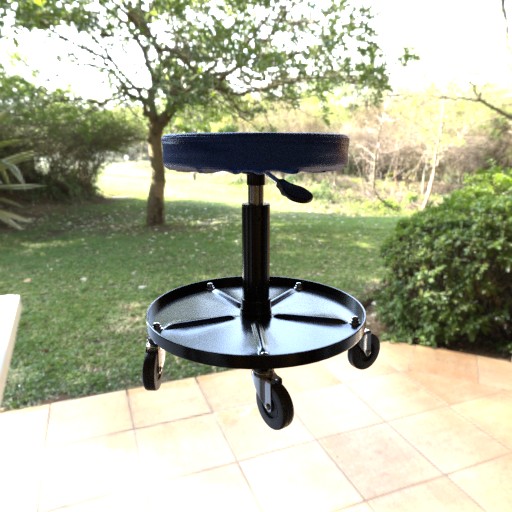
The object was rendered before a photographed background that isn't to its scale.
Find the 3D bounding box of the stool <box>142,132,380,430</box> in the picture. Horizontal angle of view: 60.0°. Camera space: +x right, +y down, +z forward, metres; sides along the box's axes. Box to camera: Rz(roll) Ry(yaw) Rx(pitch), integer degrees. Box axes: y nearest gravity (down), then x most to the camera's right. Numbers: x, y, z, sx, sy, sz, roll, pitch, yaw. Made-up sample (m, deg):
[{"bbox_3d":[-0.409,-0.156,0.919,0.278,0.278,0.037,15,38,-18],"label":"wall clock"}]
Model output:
[{"bbox_3d":[0.000,0.000,0.689,0.381,0.365,0.382,-7,16,-26],"label":"stool"}]
